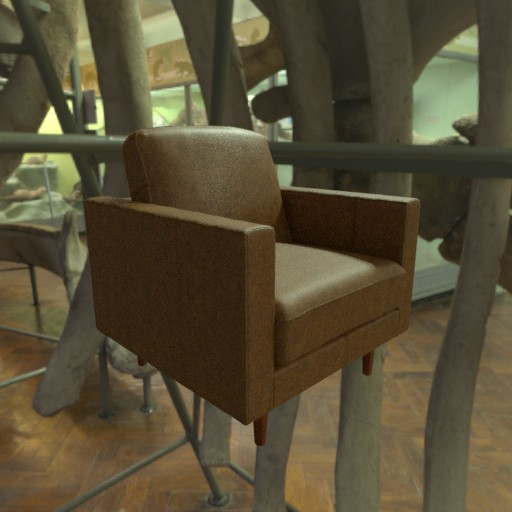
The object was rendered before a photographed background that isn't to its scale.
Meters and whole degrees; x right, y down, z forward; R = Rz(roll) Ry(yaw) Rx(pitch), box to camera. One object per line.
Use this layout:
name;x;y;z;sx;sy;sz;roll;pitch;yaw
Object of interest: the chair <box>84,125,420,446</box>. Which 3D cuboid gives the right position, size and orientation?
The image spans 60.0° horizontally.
chair;0.000;0.000;1.665;0.890;0.956;0.909;-14;20;-43
